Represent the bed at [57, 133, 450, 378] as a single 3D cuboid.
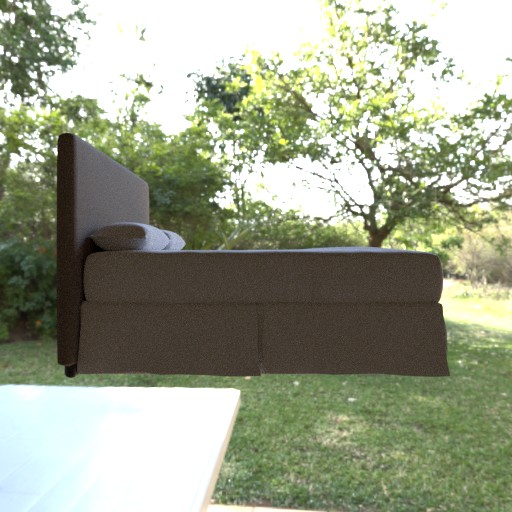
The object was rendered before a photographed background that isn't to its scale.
[{"bbox_3d":[0.000,0.000,3.185,2.142,1.330,1.723,0,0,0],"label":"bed"}]
